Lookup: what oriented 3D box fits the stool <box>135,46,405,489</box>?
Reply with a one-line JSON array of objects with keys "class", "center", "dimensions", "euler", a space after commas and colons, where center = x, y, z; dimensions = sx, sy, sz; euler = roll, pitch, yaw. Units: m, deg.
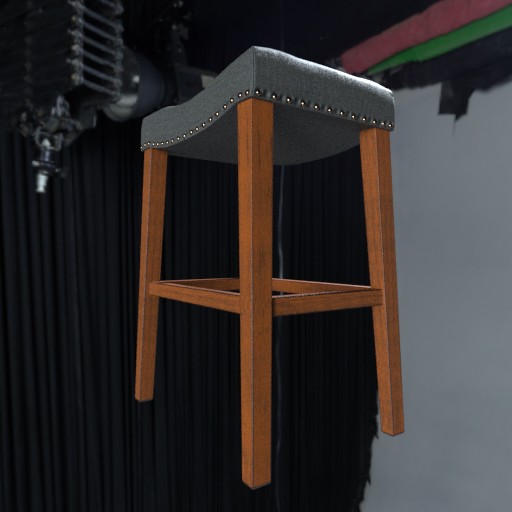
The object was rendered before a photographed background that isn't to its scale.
[{"class": "stool", "center": [0.000, 0.000, 0.851], "dimensions": [0.320, 0.612, 0.439], "euler": [0, 1, -35]}]
